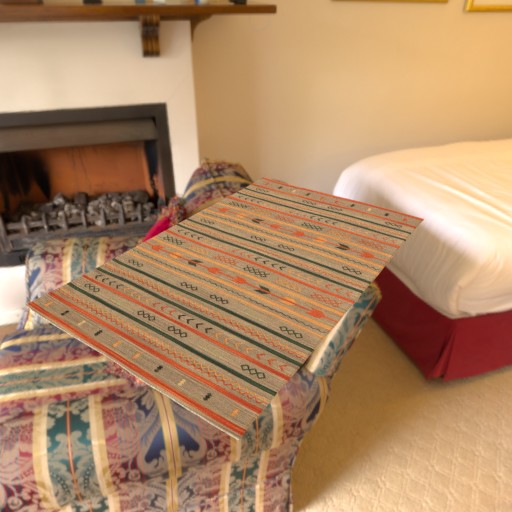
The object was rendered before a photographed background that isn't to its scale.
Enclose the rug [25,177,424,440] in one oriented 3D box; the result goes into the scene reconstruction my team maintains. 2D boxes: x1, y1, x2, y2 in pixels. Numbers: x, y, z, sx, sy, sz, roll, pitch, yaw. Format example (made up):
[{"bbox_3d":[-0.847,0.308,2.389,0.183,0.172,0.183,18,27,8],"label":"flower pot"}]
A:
[{"bbox_3d":[0.000,0.000,3.016,1.537,0.029,2.439,20,37,29],"label":"rug"}]
